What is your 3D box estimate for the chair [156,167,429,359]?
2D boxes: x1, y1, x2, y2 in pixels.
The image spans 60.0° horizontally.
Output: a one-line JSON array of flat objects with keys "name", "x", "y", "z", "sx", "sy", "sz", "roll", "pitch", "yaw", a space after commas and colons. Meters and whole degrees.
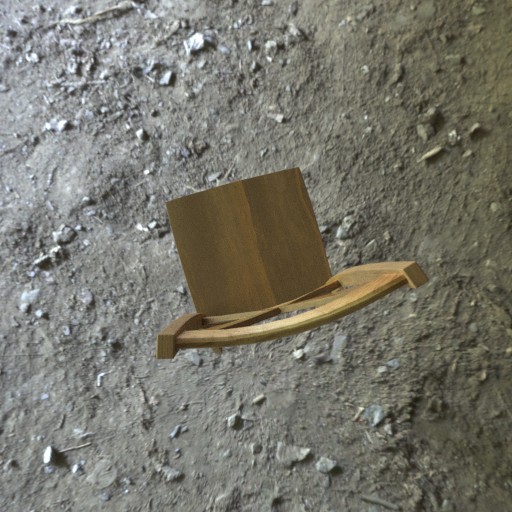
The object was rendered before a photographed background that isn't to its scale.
[{"name": "chair", "x": 0.000, "y": 0.000, "z": 1.288, "sx": 0.485, "sy": 0.983, "sz": 0.542, "roll": -15, "pitch": 76, "yaw": -4}]
